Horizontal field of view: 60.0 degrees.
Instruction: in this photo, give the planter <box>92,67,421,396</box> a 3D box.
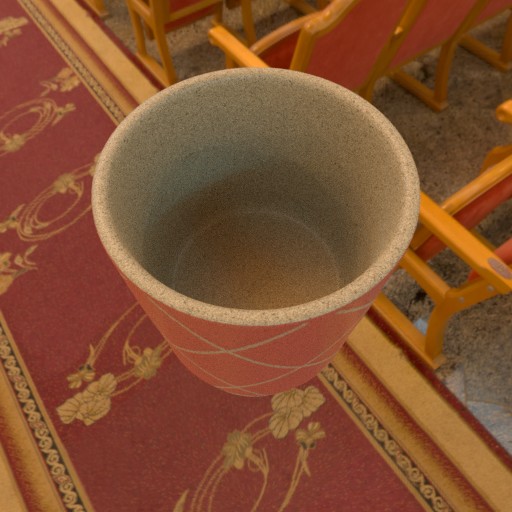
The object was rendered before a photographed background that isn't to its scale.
[{"bbox_3d":[0.000,0.000,0.410,0.227,0.235,0.227,0,60,0],"label":"planter"}]
